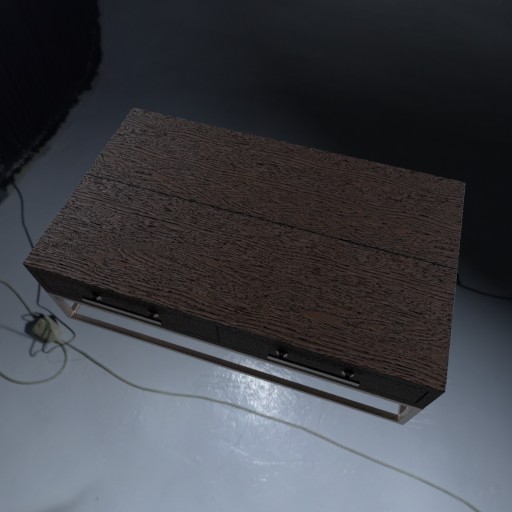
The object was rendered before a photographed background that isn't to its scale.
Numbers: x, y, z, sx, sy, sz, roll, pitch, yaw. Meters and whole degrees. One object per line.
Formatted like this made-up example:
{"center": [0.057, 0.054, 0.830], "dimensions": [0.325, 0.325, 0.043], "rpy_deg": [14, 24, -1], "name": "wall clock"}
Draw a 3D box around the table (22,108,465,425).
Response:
{"center": [0.000, 0.000, 1.475], "dimensions": [1.167, 0.361, 0.719], "rpy_deg": [15, 59, 10], "name": "table"}
